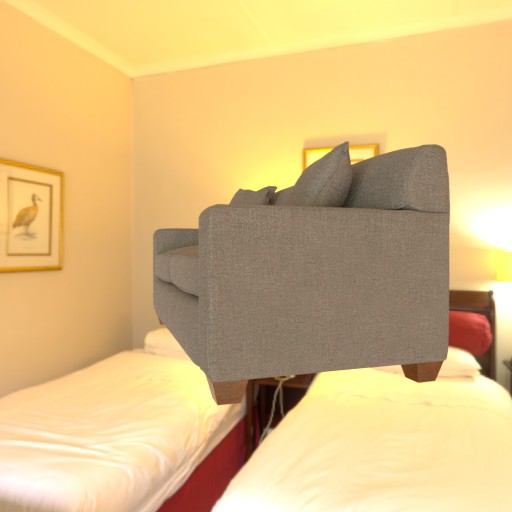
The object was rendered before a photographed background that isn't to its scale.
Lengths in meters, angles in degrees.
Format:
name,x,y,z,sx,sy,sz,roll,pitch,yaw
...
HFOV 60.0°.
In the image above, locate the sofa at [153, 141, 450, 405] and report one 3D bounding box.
name,x,y,z,sx,sy,sz,roll,pitch,yaw
sofa,0.000,0.000,2.413,1.000,0.958,1.846,0,1,-18
